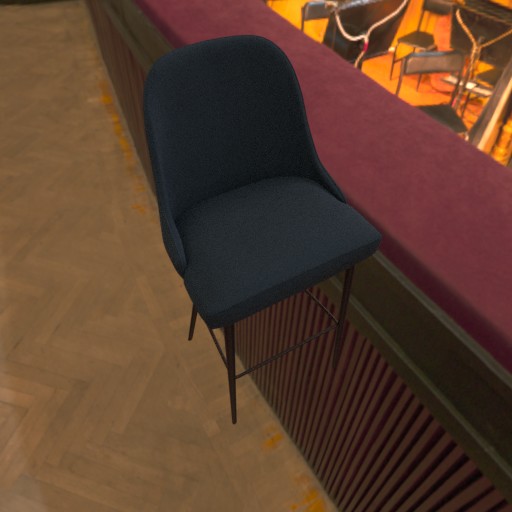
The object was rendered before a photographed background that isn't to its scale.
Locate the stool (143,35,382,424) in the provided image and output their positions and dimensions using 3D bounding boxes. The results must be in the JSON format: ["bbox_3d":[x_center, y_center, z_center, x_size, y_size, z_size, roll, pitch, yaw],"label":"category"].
[{"bbox_3d":[0.000,0.000,1.324,0.527,1.079,0.489,-23,51,-20],"label":"stool"}]
